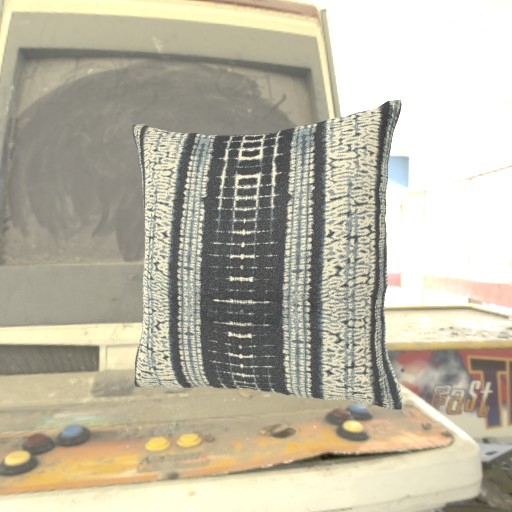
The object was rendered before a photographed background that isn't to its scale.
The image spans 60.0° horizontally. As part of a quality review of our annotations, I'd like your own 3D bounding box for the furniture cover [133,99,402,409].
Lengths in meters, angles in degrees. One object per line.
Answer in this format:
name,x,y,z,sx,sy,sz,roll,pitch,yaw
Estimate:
furniture cover,0.000,0.000,0.676,0.425,0.435,0.133,0,1,16
